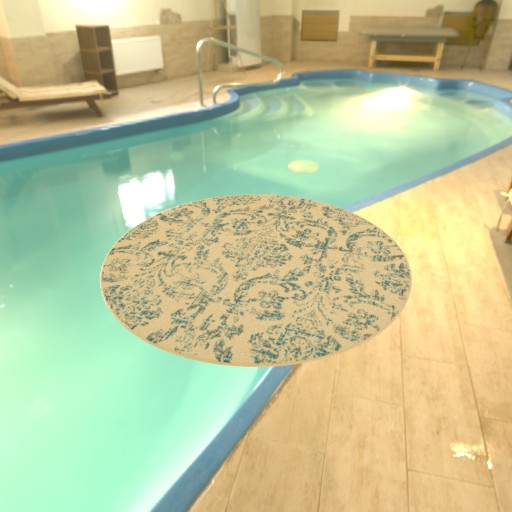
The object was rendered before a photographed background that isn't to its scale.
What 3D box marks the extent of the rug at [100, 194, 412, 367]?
[{"bbox_3d":[0.000,0.000,2.361,1.593,0.012,1.593,0,32,0],"label":"rug"}]
